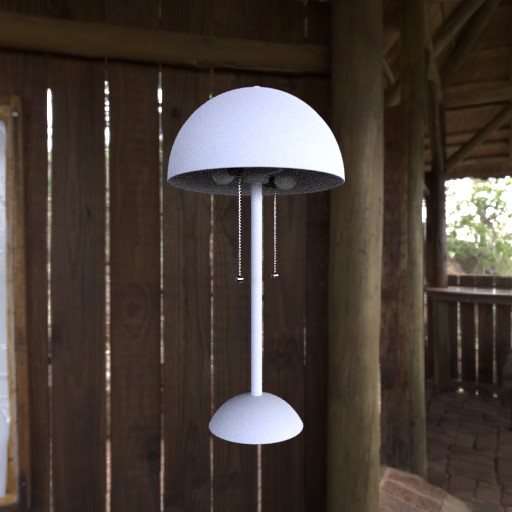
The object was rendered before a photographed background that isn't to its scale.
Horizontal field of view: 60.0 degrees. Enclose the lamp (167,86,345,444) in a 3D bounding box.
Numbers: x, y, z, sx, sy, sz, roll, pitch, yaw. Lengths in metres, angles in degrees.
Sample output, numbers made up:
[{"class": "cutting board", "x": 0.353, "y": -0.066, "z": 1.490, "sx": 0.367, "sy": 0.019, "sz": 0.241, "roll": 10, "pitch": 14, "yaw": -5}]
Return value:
[{"class": "lamp", "x": 0.000, "y": 0.000, "z": 0.435, "sx": 0.171, "sy": 0.330, "sz": 0.171, "roll": 0, "pitch": 0, "yaw": 0}]
